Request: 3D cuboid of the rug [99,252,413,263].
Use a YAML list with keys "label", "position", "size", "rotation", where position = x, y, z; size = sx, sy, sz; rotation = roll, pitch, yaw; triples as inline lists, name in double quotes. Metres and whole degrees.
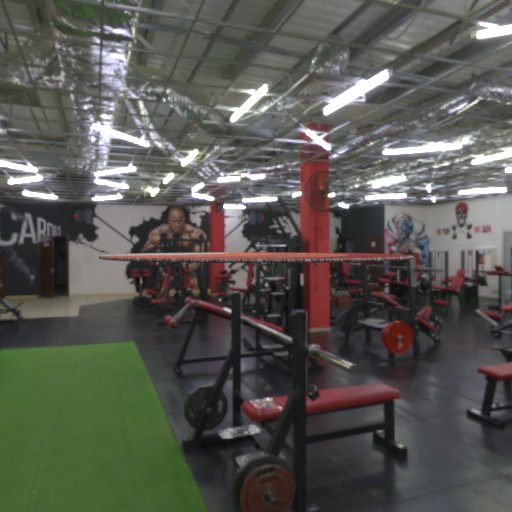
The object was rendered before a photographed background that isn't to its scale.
- label: "rug"
  position: [0.000, 0.000, 2.262]
  size: [1.514, 0.015, 1.514]
  rotation: [0, 1, 0]
